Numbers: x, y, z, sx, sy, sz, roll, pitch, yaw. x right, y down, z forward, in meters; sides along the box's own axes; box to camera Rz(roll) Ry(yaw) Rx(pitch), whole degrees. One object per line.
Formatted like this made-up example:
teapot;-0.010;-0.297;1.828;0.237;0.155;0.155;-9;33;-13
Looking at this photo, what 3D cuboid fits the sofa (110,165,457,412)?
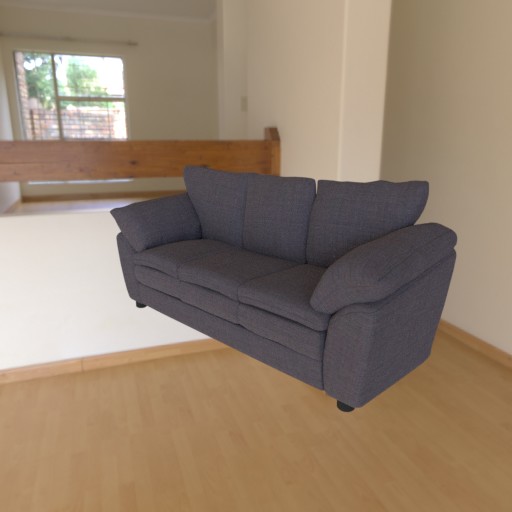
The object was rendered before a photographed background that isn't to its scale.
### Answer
sofa;0.000;0.000;2.927;0.883;1.080;2.336;-14;20;-43
